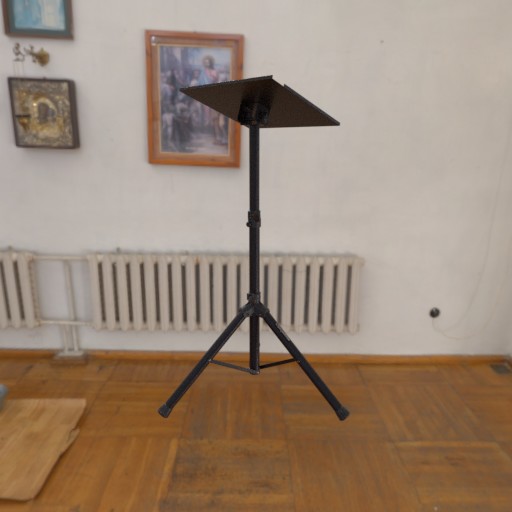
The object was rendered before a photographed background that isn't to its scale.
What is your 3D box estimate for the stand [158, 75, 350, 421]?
[{"bbox_3d":[0.000,0.000,1.643,0.702,1.198,0.702,14,20,43],"label":"stand"}]
